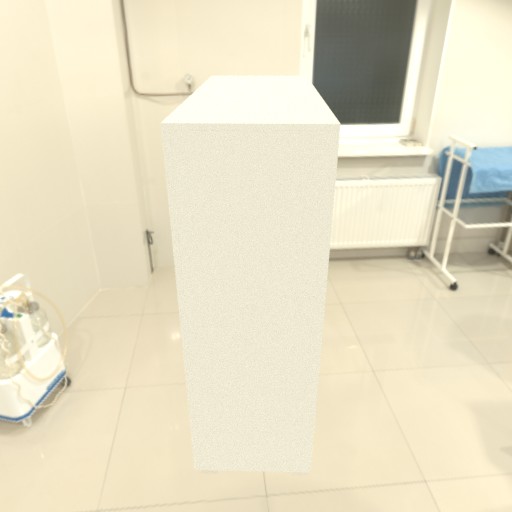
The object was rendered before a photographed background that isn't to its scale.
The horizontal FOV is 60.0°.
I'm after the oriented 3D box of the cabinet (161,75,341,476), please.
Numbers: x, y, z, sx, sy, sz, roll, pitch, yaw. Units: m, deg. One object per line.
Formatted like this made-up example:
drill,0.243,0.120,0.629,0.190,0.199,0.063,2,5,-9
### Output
cabinet,0.000,0.000,1.702,0.400,1.190,1.000,1,28,1
